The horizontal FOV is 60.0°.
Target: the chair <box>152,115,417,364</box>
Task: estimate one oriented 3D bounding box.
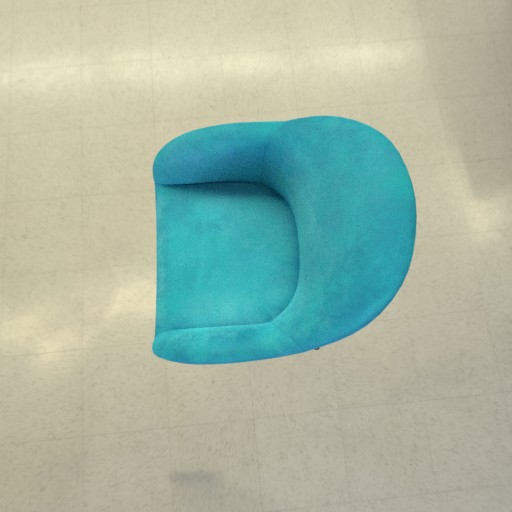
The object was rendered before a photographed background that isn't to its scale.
[{"bbox_3d":[0.000,0.000,1.182,0.590,0.795,0.550,-3,76,-1],"label":"chair"}]
